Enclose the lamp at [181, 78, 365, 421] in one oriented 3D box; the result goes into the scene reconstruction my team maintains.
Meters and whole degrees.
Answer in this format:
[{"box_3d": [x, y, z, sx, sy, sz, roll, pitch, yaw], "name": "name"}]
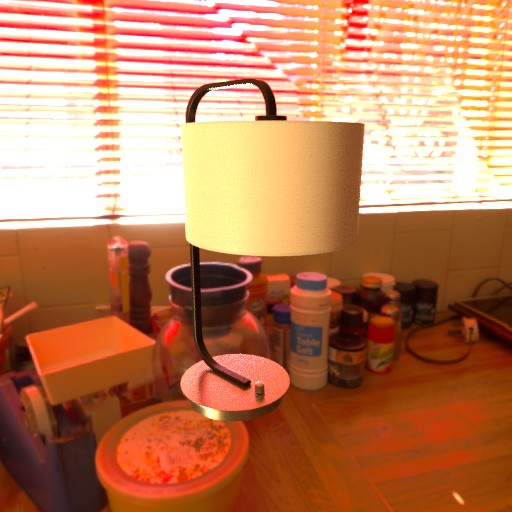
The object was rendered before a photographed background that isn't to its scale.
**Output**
[{"box_3d": [0.000, 0.000, 0.629, 0.288, 0.473, 0.230, 14, 20, 42], "name": "lamp"}]
